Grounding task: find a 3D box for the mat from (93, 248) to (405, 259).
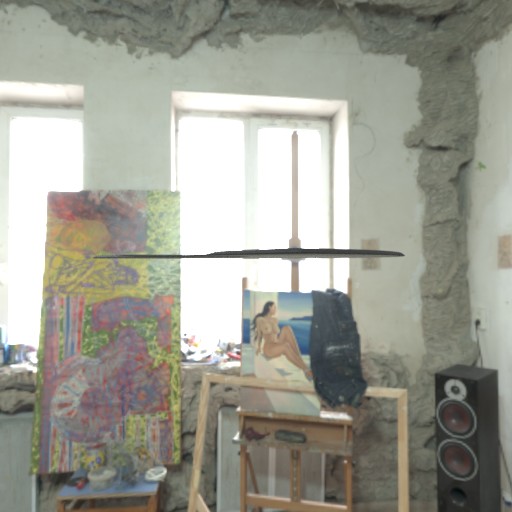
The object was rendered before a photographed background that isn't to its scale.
[{"bbox_3d":[0.000,0.000,1.863,0.917,0.016,1.525,1,-1,-37],"label":"mat"}]
